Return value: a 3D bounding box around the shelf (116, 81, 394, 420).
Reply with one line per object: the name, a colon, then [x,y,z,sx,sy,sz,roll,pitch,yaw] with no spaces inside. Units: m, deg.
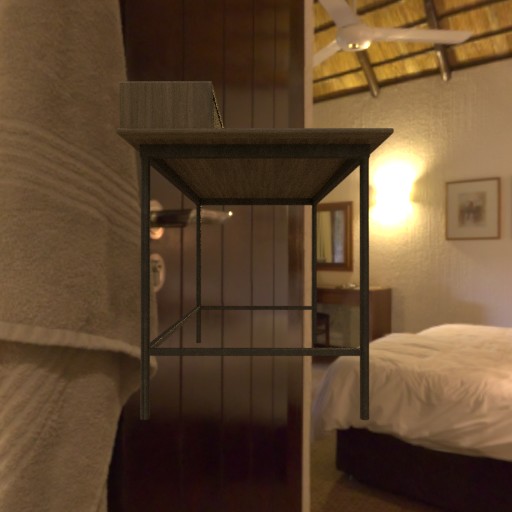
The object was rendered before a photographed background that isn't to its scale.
shelf: [0.000,0.000,1.699,0.685,0.865,1.212,0,0,0]
